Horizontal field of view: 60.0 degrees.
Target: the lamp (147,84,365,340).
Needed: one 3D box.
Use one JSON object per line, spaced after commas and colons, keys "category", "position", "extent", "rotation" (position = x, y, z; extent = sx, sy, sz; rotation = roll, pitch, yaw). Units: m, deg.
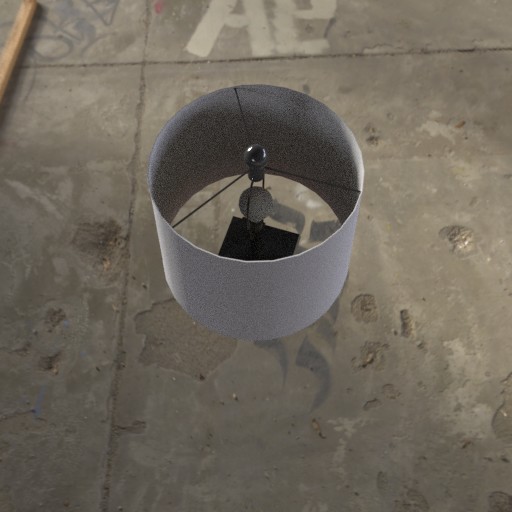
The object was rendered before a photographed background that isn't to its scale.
{"category": "lamp", "position": [0.000, 0.000, 0.788], "extent": [0.320, 0.591, 0.320], "rotation": [0, 65, 0]}
